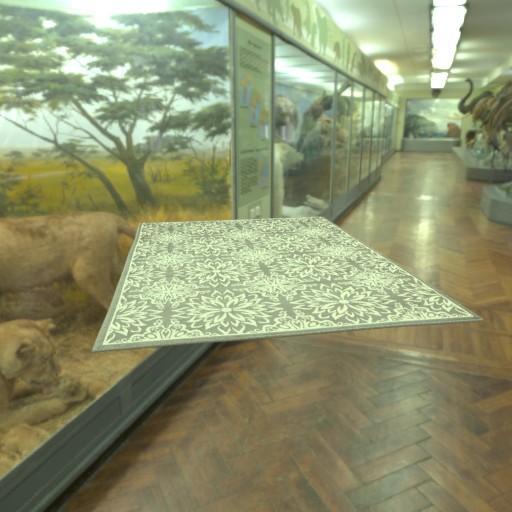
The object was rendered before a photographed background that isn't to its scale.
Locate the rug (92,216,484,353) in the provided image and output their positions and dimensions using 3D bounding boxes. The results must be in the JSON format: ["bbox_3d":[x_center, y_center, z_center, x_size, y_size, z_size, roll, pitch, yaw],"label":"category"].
[{"bbox_3d":[0.000,0.000,2.808,1.608,0.014,2.213,-3,17,-9],"label":"rug"}]
